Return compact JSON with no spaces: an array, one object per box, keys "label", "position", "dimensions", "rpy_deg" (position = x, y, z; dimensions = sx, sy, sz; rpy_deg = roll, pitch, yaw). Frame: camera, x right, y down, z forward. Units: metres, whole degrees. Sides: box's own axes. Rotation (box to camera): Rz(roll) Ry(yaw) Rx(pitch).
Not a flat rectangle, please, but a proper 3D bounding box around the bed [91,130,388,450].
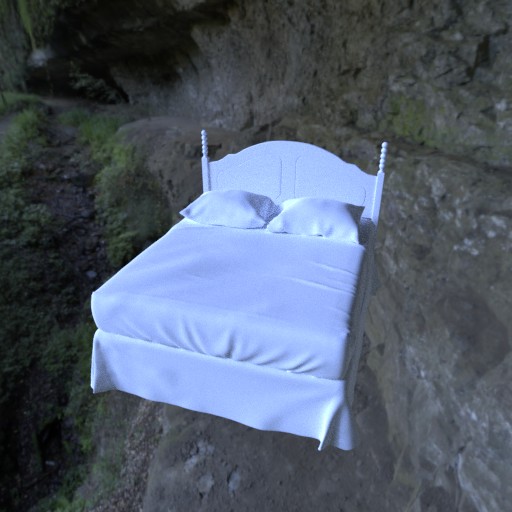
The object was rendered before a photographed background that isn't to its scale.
[{"label":"bed","position":[0.000,0.000,3.285],"dimensions":[1.873,1.356,2.040],"rpy_deg":[8,28,15]}]
